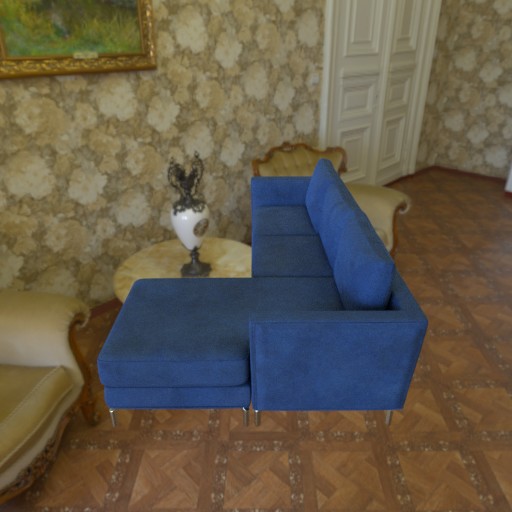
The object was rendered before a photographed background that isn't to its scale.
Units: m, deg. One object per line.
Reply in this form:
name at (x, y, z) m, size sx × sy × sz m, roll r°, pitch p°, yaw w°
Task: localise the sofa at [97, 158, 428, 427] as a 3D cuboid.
sofa at (0.000, 0.000, 3.275) m, size 1.622 × 0.987 × 2.438 m, roll 0°, pitch 26°, yaw 0°
